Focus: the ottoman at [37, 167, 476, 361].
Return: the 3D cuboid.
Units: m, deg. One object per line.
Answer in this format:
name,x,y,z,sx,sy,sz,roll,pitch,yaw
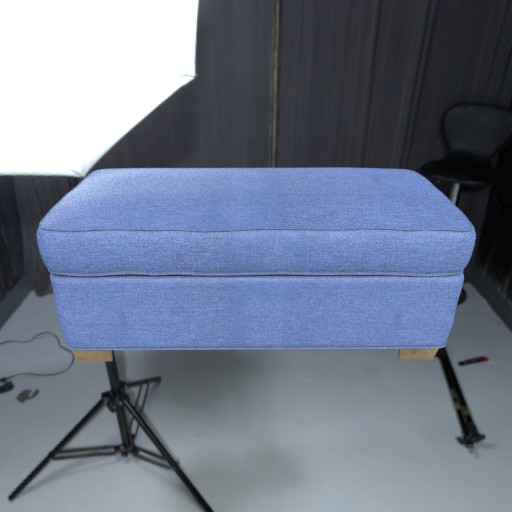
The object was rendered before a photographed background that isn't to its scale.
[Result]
ottoman,0.000,0.000,1.385,1.110,0.460,0.515,0,28,0
